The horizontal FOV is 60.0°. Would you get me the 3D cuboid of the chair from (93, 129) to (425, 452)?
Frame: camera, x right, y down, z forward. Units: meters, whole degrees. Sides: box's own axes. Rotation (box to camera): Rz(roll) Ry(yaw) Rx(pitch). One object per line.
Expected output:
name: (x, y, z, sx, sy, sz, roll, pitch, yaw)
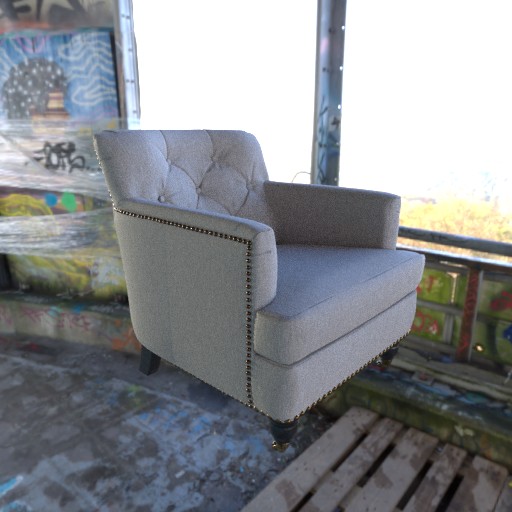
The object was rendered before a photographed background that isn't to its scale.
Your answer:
chair: (0.000, 0.000, 1.493, 0.902, 0.823, 0.737, 14, 21, 41)
